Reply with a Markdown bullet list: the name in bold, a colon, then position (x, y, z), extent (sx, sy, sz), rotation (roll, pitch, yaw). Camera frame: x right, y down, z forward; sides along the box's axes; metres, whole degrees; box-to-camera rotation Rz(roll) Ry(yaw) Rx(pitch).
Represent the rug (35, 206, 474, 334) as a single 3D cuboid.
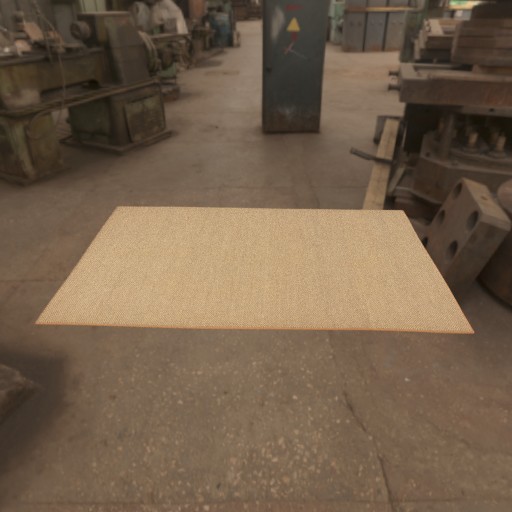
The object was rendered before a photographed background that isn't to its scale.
- **rug**: position (0.000, 0.000, 2.137), extent (1.678, 0.013, 1.078), rotation (1, 31, 2)
